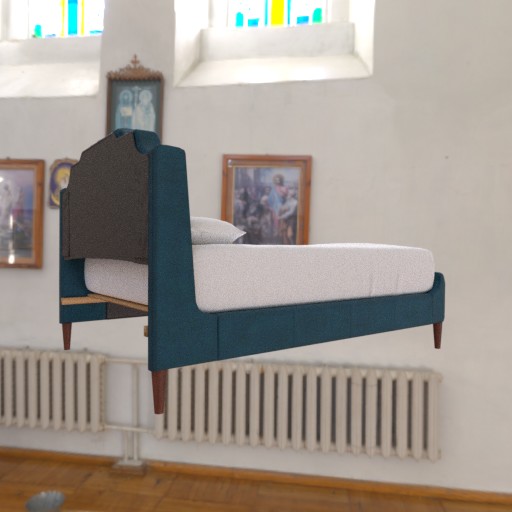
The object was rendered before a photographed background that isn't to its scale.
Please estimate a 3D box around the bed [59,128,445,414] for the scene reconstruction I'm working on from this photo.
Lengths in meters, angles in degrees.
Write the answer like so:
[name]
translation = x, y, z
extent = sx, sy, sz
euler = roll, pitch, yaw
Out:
[bed]
translation = 0.000, 0.000, 3.231
extent = 2.322, 1.351, 1.676
euler = 0, 1, -37
